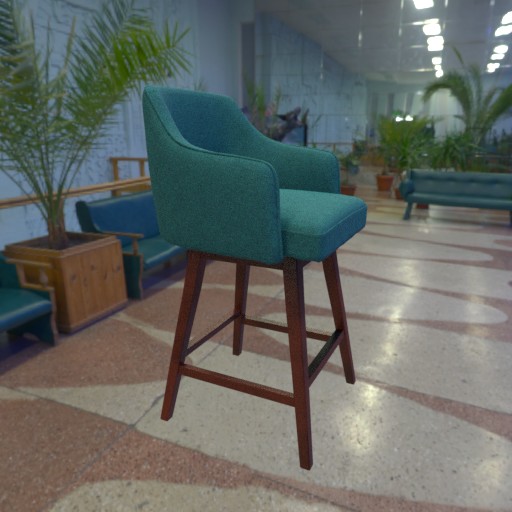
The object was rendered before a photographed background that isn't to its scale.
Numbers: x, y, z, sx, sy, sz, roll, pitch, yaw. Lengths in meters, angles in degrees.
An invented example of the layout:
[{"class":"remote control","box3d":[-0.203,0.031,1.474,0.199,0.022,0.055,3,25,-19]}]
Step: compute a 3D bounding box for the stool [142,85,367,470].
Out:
[{"class":"stool","box3d":[0.000,0.000,1.325,0.556,0.961,0.548,8,18,25]}]
